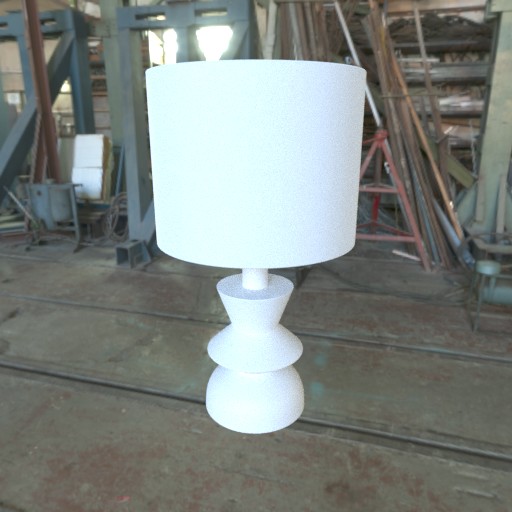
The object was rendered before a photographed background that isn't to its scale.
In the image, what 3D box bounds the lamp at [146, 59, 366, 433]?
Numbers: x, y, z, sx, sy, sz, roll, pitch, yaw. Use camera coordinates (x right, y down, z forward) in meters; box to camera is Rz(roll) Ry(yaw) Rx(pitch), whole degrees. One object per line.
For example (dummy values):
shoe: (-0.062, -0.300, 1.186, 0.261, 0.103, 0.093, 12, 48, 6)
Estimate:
lamp: (0.000, 0.000, 0.697, 0.301, 0.533, 0.301, -9, 19, -27)
